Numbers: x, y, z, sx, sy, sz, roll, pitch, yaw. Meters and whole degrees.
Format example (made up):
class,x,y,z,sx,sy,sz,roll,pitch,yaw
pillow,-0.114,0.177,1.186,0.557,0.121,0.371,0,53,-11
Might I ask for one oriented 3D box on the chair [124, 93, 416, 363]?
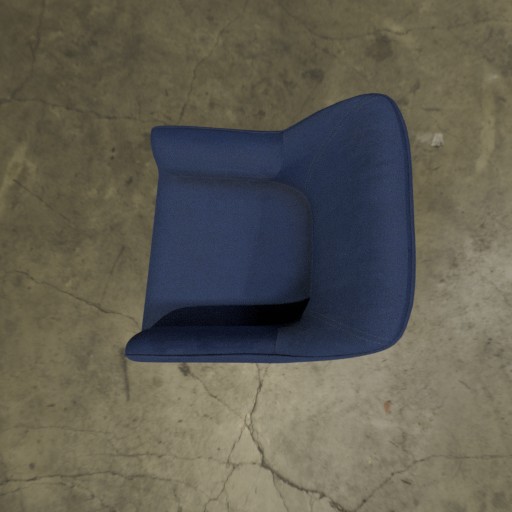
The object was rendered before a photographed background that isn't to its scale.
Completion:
class,x,y,z,sx,sy,sz,roll,pitch,yaw
chair,0.000,0.000,1.224,0.600,0.820,0.600,3,75,1
